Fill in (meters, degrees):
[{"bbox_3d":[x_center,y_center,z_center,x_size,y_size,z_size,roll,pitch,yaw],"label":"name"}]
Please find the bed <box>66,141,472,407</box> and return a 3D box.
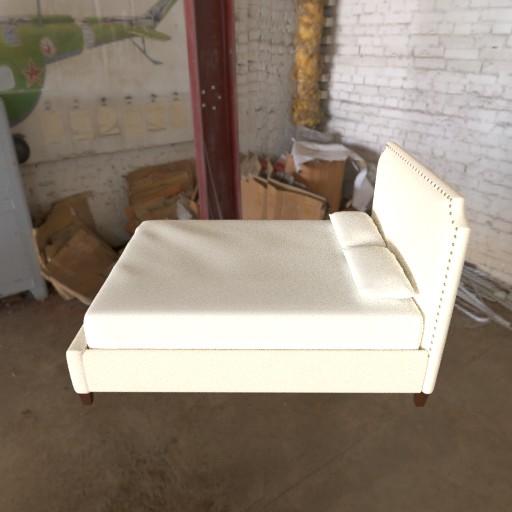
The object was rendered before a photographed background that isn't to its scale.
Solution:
[{"bbox_3d":[0.000,0.000,3.374,2.365,1.443,1.712,0,26,0],"label":"bed"}]
